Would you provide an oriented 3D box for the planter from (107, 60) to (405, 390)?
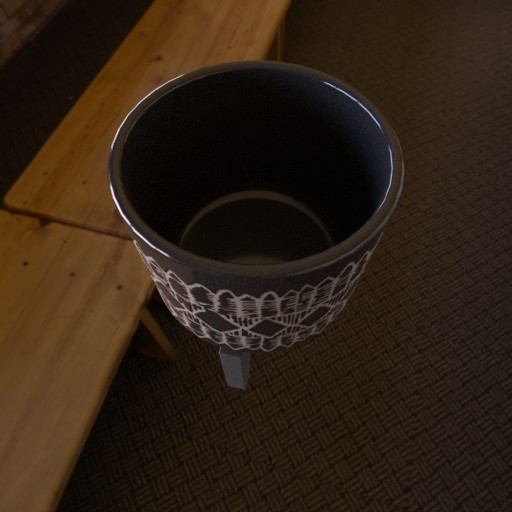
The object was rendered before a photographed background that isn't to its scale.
[{"bbox_3d":[0.000,0.000,0.269,0.129,0.177,0.129,0,58,0],"label":"planter"}]
